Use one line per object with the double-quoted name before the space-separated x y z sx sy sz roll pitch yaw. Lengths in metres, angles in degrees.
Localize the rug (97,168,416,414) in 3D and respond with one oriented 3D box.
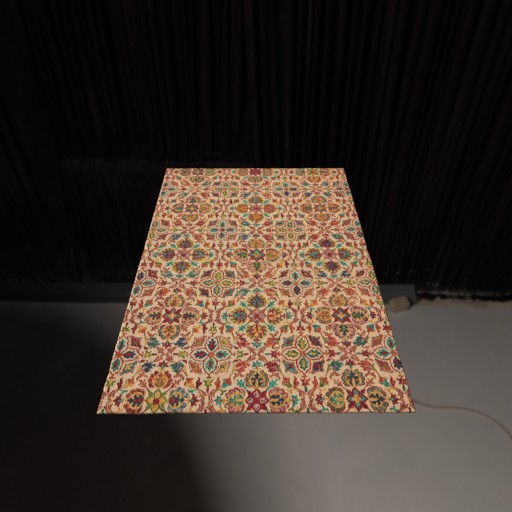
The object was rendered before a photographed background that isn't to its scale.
"rug" 0.000 0.000 2.997 1.541 0.018 2.297 0 41 0
